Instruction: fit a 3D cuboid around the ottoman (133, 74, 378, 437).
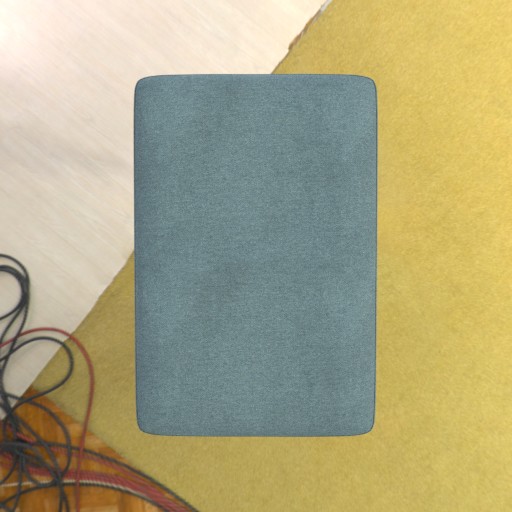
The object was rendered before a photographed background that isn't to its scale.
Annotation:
[{"bbox_3d":[0.000,0.000,1.209,0.584,0.483,0.864,0,91,0],"label":"ottoman"}]
